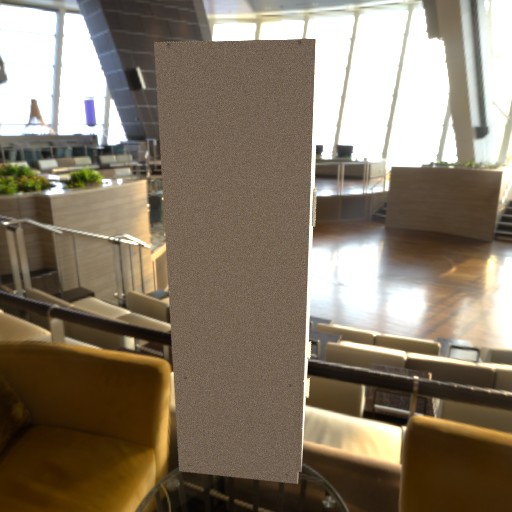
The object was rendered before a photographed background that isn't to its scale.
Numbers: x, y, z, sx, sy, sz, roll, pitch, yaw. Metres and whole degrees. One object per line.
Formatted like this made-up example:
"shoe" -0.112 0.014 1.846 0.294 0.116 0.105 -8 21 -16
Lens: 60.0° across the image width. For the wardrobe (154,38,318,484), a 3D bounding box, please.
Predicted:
"wardrobe" 0.000 0.000 2.224 0.577 1.808 0.991 2 16 8
